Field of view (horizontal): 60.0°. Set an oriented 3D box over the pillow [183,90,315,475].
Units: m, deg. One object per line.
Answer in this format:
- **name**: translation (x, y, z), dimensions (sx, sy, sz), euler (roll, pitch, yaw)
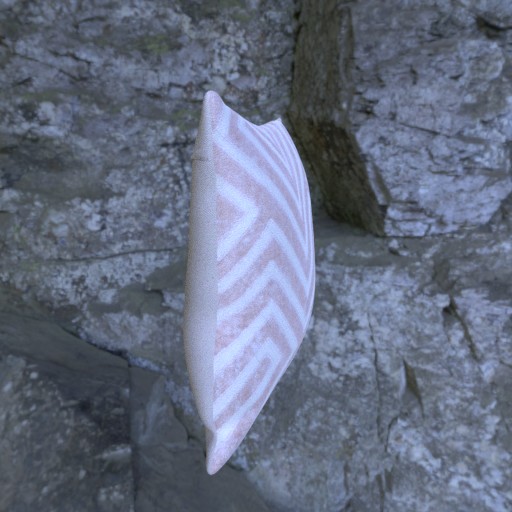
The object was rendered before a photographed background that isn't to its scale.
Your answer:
- **pillow**: translation (0.000, 0.000, 0.684), dimensions (0.182, 0.441, 0.440), euler (3, 15, 12)
